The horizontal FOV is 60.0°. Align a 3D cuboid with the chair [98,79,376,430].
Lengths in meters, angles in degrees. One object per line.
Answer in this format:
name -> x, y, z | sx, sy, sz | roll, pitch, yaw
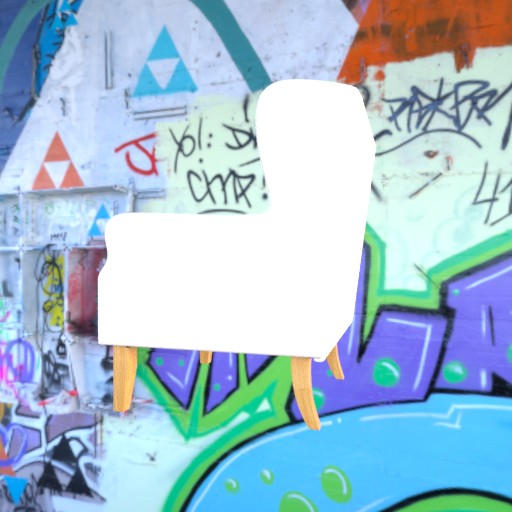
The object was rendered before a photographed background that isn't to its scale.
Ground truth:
chair -> 0.000, 0.000, 1.523 | 0.760, 0.930, 0.710 | 0, 1, 18
